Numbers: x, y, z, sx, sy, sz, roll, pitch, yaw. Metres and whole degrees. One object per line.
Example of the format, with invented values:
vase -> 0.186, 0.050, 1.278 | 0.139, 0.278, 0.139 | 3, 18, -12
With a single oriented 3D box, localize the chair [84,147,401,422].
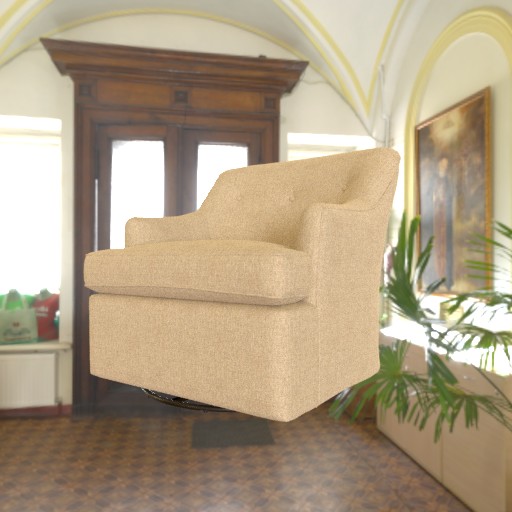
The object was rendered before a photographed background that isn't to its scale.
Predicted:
chair -> 0.000, 0.000, 1.606 | 0.864, 0.856, 0.923 | 0, 0, 35
